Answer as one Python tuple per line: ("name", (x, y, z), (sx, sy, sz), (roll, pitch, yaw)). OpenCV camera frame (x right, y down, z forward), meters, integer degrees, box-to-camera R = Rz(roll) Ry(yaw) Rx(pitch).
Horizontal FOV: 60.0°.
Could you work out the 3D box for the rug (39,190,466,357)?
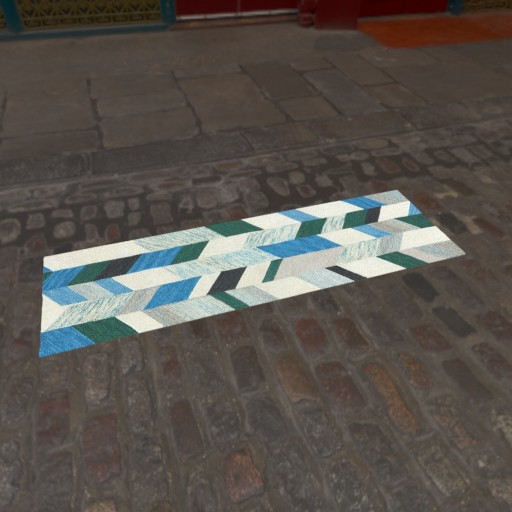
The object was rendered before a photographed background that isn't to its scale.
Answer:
("rug", (0.000, 0.000, 2.679), (2.437, 0.008, 0.774), (-12, 42, -14))
